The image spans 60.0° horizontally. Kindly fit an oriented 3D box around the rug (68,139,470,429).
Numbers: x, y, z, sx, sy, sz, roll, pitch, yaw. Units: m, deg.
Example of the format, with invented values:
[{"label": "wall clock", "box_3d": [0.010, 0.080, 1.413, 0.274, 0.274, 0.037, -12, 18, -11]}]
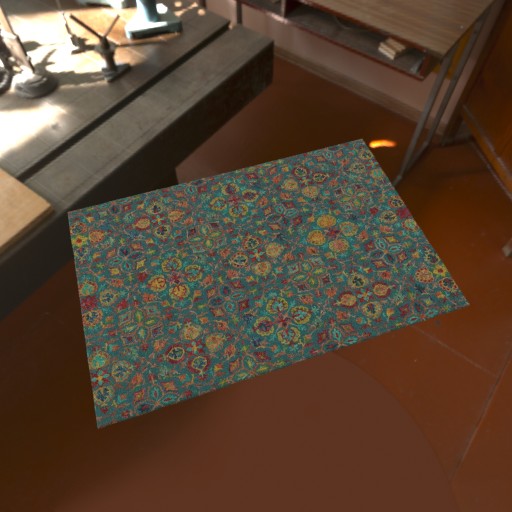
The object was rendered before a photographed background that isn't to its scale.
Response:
[{"label": "rug", "box_3d": [0.000, 0.000, 2.933, 2.290, 0.016, 1.527, -16, 60, -10]}]
